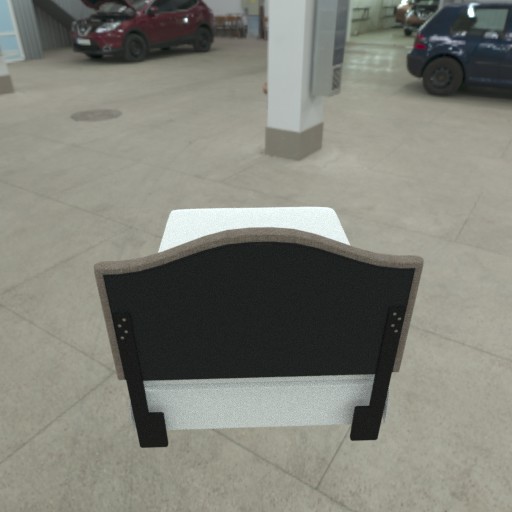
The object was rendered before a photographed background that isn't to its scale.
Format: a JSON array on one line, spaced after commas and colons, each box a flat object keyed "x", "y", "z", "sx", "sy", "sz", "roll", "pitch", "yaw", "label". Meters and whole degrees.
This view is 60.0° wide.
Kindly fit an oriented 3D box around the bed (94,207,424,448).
[{"x": 0.000, "y": 0.000, "z": 3.368, "sx": 1.713, "sy": 1.518, "sz": 2.153, "roll": -1, "pitch": 31, "yaw": -2, "label": "bed"}]
